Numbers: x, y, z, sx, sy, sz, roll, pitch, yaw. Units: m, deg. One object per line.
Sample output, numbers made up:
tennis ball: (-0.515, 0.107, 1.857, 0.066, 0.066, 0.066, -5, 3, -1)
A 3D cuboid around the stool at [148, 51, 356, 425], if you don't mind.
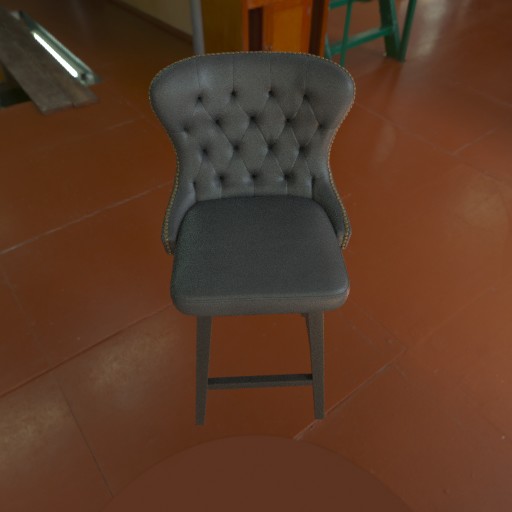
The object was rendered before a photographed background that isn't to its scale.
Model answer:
stool: (0.000, 0.000, 1.316, 0.528, 0.971, 0.593, -2, 46, -2)
